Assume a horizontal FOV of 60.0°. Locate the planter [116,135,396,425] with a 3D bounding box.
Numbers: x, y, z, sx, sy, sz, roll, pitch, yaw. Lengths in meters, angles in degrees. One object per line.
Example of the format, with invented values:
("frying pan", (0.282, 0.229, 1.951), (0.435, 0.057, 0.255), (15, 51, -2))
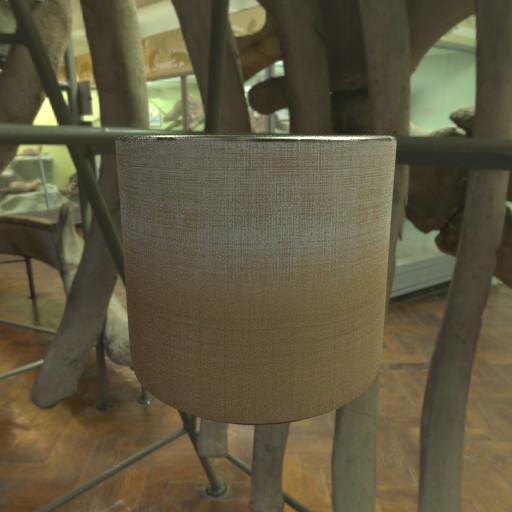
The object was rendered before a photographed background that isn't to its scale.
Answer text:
("planter", (0.000, 0.000, 0.383), (0.221, 0.201, 0.221), (0, 15, 0))
